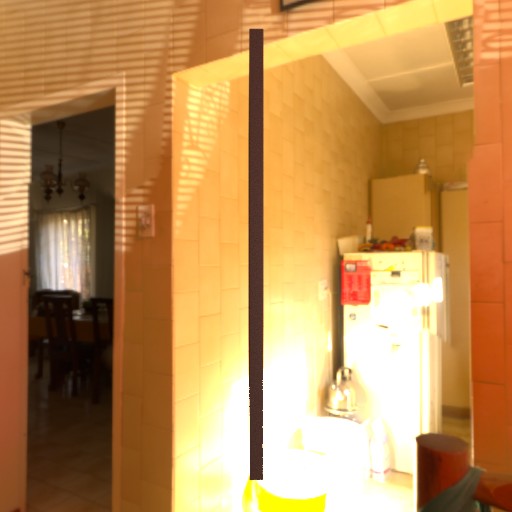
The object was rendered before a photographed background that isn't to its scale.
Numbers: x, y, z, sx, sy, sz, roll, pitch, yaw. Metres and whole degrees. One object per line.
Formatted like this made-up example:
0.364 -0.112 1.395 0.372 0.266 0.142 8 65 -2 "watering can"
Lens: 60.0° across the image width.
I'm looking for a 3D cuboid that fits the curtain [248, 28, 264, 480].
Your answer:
0.000 0.000 0.815 0.027 0.585 0.483 0 -1 -1 "curtain"
